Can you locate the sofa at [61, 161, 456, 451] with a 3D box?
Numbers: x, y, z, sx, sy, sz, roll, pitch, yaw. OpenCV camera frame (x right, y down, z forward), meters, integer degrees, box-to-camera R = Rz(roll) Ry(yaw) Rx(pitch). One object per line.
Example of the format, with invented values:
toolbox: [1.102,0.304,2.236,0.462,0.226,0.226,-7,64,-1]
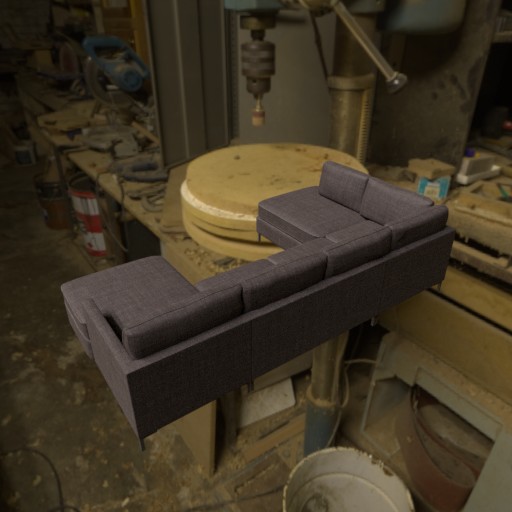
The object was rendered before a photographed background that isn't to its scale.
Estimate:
sofa: [0.000,0.000,4.310,3.423,0.999,2.048,-19,35,-30]
